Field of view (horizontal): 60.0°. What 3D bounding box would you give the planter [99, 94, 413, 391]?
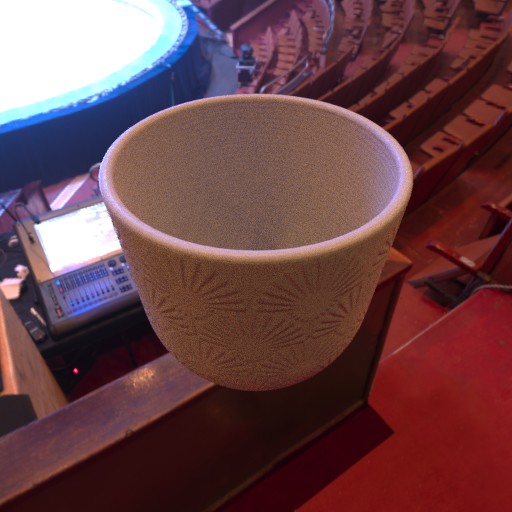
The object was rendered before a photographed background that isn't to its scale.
[{"bbox_3d":[0.000,0.000,0.297,0.170,0.152,0.170,0,43,0],"label":"planter"}]
